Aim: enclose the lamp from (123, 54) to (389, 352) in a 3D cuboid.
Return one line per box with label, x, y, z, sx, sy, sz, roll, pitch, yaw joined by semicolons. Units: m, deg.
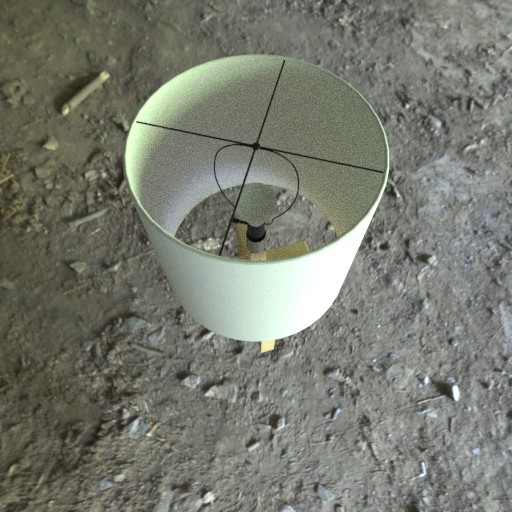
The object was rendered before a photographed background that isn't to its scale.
lamp;0.000;0.000;0.572;0.229;0.428;0.229;-14;64;-7
